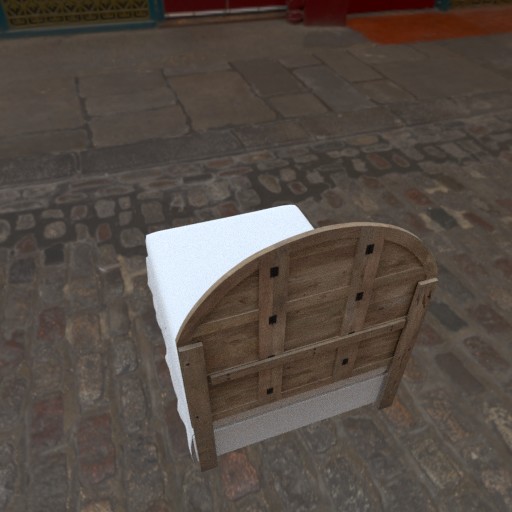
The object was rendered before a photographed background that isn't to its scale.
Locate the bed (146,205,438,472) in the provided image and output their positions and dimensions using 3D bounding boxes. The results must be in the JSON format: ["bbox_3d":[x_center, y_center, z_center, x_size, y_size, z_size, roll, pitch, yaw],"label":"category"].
[{"bbox_3d":[0.000,0.000,3.533,1.713,2.002,2.112,-13,43,-15],"label":"bed"}]
